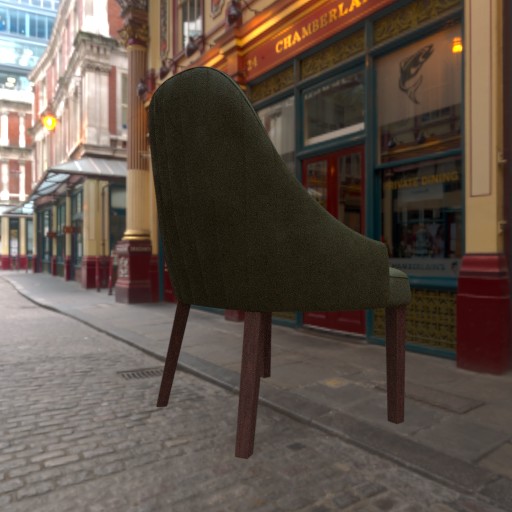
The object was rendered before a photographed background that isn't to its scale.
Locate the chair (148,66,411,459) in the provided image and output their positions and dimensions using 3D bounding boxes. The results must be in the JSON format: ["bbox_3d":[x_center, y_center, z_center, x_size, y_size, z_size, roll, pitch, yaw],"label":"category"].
[{"bbox_3d":[0.000,0.000,1.269,0.575,0.889,0.643,0,-1,-37],"label":"chair"}]
